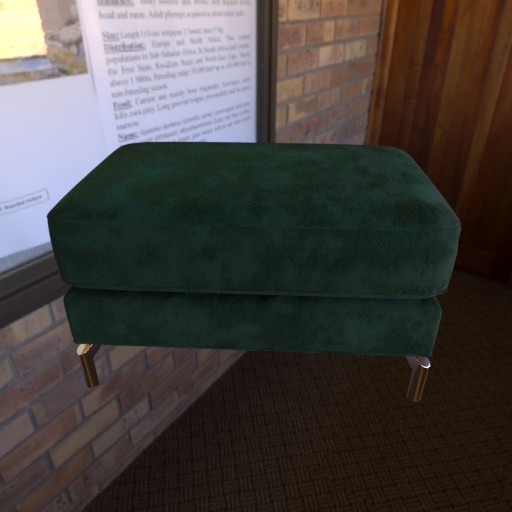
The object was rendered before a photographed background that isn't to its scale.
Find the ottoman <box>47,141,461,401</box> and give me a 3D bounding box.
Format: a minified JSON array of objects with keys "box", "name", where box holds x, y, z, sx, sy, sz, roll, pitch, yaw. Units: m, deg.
[{"box":[0.000,0.000,1.231,0.886,0.533,0.536,2,30,3],"name":"ottoman"}]
